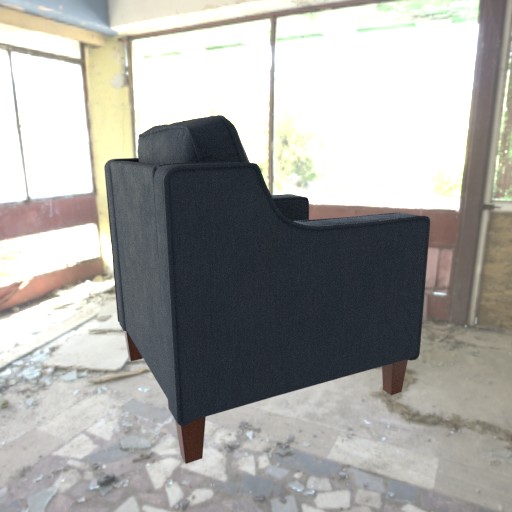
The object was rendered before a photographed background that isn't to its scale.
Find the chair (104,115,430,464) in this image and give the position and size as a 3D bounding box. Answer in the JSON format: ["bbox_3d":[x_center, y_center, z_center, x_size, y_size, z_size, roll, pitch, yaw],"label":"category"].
[{"bbox_3d":[0.000,0.000,1.655,0.909,0.960,0.831,-7,15,-27],"label":"chair"}]
